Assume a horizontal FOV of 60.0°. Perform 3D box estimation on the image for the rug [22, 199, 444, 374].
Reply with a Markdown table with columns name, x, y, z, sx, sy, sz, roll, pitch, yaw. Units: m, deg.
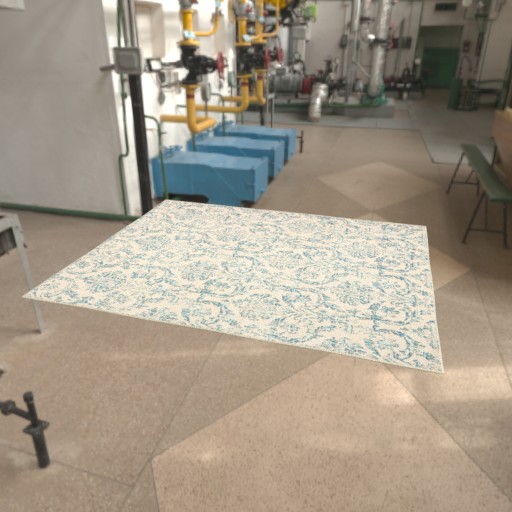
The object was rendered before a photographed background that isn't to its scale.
| name | x | y | z | sx | sy | sz | roll | pitch | yaw |
| --- | --- | --- | --- | --- | --- | --- | --- | --- | --- |
| rug | 0.000 | 0.000 | 3.967 | 2.980 | 0.012 | 2.363 | 7 | 27 | 15 |
